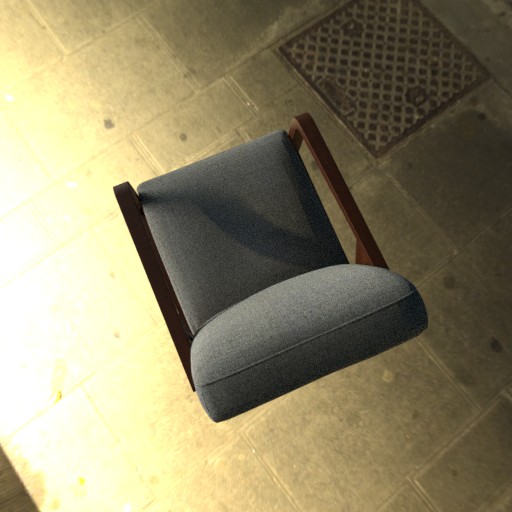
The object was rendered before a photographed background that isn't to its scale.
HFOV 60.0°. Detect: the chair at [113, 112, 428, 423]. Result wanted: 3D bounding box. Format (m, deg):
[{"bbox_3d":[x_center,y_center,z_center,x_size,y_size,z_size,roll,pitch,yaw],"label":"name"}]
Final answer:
[{"bbox_3d":[0.000,0.000,1.513,0.704,0.847,0.858,-23,77,-6],"label":"chair"}]
